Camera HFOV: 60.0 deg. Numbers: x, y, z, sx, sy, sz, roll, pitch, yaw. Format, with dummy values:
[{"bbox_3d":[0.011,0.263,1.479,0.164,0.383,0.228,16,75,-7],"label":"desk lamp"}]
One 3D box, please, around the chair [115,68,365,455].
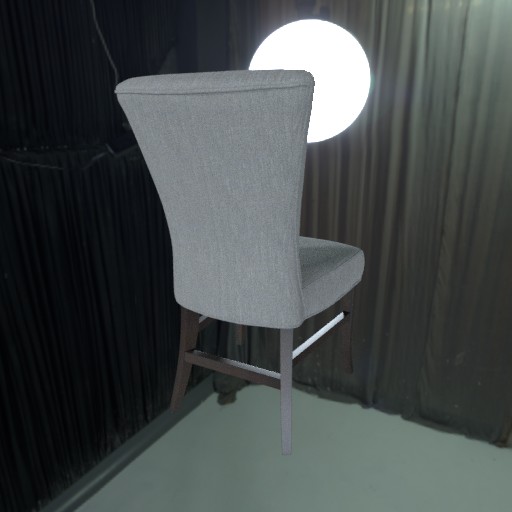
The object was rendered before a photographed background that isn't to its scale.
[{"bbox_3d":[0.000,0.000,1.344,0.520,0.991,0.660,9,19,27],"label":"chair"}]
